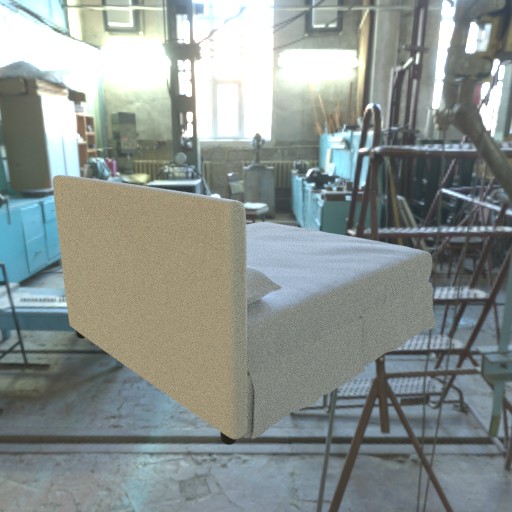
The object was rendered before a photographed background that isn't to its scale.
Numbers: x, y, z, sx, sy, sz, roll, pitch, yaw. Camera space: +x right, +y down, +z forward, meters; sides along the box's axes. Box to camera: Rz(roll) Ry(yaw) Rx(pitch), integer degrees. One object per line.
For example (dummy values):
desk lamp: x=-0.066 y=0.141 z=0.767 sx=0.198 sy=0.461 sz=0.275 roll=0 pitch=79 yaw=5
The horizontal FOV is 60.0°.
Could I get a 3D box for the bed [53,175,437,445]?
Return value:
bed: x=0.000 y=0.000 z=3.579 sx=2.341 sy=1.317 sz=2.119 roll=-14 pitch=21 yaw=-43
